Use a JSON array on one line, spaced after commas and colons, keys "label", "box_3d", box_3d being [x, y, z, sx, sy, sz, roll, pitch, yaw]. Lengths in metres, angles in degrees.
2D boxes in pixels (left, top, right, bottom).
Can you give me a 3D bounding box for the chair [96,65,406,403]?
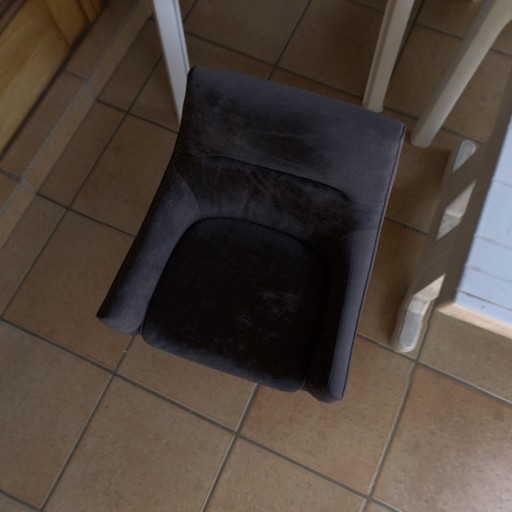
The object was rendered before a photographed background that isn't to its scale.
[{"label": "chair", "box_3d": [0.000, 0.000, 1.501, 0.762, 0.838, 0.787, 18, 74, 5]}]
